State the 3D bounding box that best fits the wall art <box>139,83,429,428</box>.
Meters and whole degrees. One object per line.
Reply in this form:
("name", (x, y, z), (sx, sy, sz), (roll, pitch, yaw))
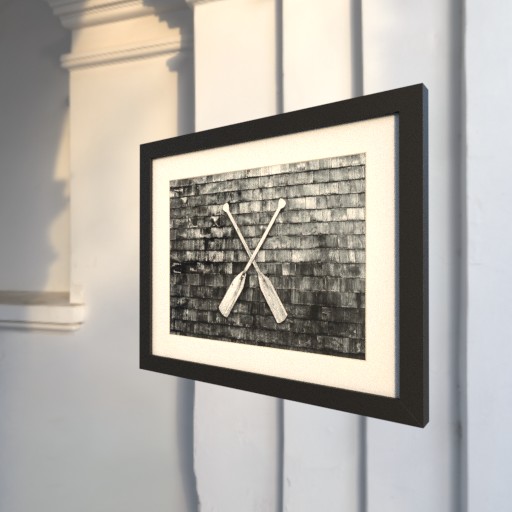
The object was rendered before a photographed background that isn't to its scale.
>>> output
("wall art", (0.000, 0.000, 0.756), (0.558, 0.457, 0.029), (0, 0, 35))
